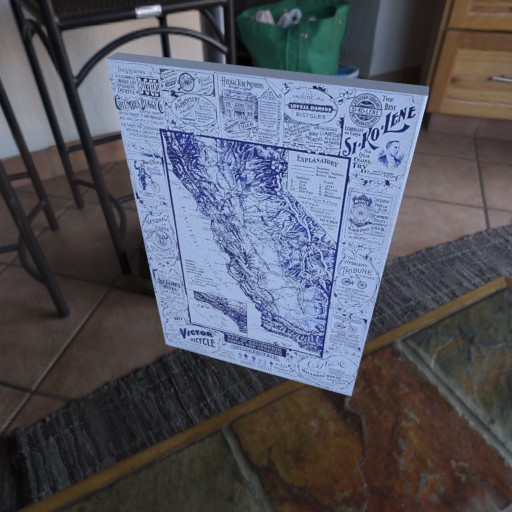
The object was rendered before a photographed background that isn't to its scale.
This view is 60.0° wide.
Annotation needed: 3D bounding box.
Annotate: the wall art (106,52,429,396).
[{"bbox_3d":[0.000,0.000,0.930,0.511,0.753,0.039,12,42,14],"label":"wall art"}]
